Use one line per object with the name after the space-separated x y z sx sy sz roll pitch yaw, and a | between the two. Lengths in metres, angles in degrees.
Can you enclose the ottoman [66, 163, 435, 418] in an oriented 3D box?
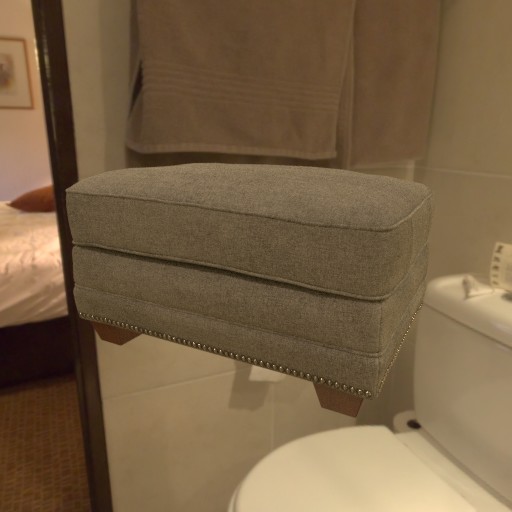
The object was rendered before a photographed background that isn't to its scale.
0.000 0.000 1.159 0.813 0.457 0.561 9 18 28 | ottoman
